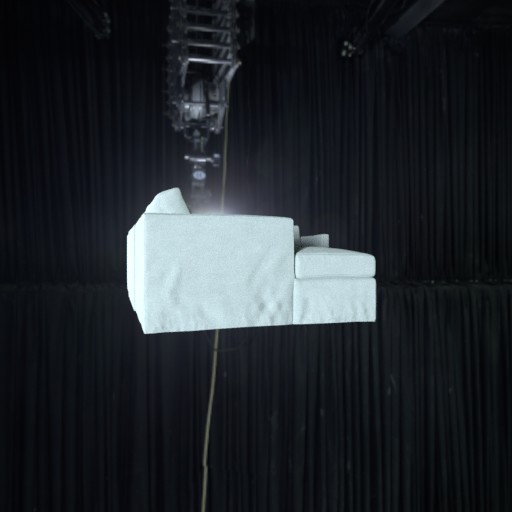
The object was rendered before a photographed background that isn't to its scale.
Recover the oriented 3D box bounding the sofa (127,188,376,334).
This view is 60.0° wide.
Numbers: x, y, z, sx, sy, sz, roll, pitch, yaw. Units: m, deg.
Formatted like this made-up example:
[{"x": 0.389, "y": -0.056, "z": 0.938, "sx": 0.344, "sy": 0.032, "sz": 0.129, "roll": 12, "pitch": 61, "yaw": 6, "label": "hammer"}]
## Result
[{"x": 0.000, "y": 0.000, "z": 4.485, "sx": 2.440, "sy": 0.869, "sz": 3.434, "roll": 0, "pitch": 0, "yaw": -18, "label": "sofa"}]
